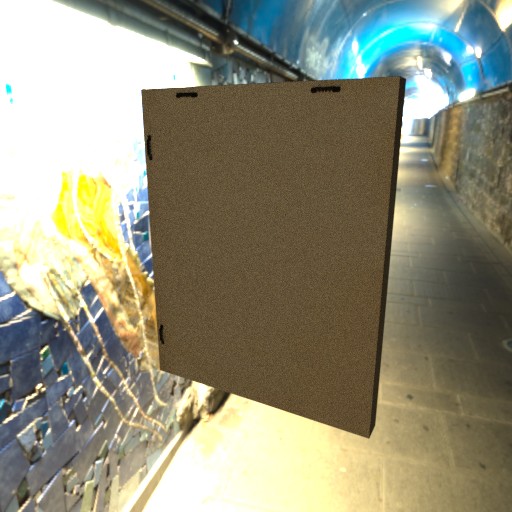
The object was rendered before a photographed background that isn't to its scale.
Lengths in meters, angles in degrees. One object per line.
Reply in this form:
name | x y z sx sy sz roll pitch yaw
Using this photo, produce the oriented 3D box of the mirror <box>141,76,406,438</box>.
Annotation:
mirror | 0.000 0.000 0.700 0.405 0.508 0.041 9 19 28
